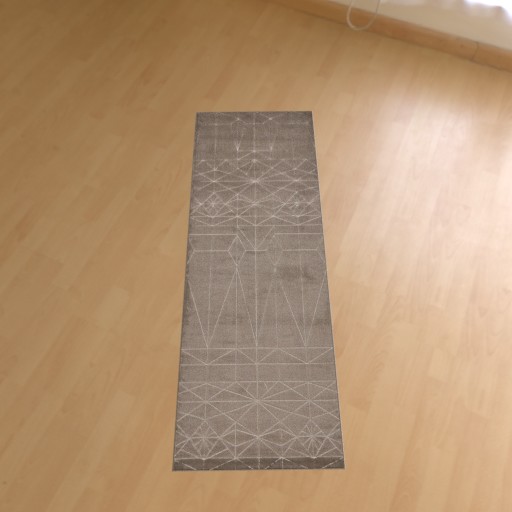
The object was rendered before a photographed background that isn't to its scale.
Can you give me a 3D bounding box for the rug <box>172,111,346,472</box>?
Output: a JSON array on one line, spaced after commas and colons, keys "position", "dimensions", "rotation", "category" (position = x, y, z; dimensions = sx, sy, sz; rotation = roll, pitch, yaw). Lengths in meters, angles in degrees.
[{"position": [0.000, 0.000, 2.739], "dimensions": [0.864, 0.012, 2.388], "rotation": [-1, 63, 0], "category": "rug"}]
